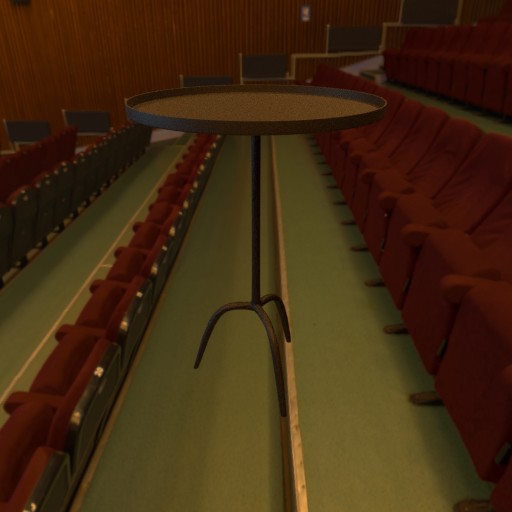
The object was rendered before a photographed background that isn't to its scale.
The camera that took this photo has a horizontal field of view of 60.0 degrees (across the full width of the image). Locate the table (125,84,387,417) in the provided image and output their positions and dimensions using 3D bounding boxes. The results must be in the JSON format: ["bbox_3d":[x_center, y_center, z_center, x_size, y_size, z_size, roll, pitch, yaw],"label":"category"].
[{"bbox_3d":[0.000,0.000,1.035,0.502,0.700,0.502,0,27,0],"label":"table"}]
